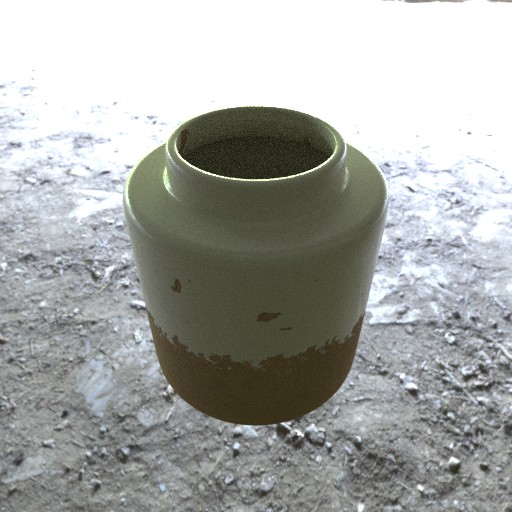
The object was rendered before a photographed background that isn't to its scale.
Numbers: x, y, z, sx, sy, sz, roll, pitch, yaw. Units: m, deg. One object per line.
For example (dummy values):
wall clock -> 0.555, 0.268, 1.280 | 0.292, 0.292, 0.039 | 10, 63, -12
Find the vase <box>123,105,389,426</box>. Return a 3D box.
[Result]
vase -> 0.000, 0.000, 0.294 | 0.153, 0.167, 0.153 | 0, 40, 0
